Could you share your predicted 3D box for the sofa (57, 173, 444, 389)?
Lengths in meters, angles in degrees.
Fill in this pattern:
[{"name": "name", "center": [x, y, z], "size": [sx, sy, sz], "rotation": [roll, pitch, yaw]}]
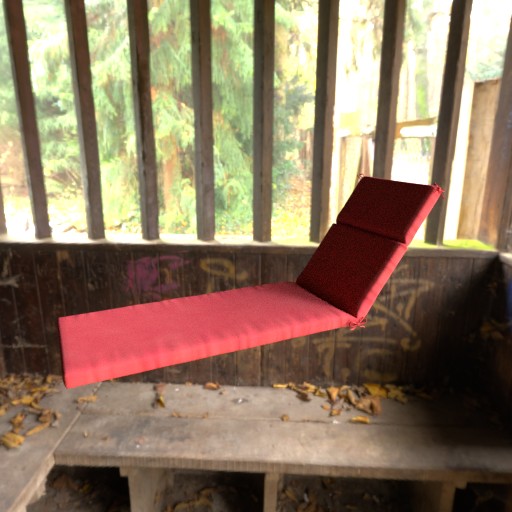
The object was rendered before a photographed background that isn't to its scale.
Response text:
[{"name": "sofa", "center": [0.000, 0.000, 1.961], "size": [1.663, 0.622, 0.582], "rotation": [-7, 17, -25]}]
